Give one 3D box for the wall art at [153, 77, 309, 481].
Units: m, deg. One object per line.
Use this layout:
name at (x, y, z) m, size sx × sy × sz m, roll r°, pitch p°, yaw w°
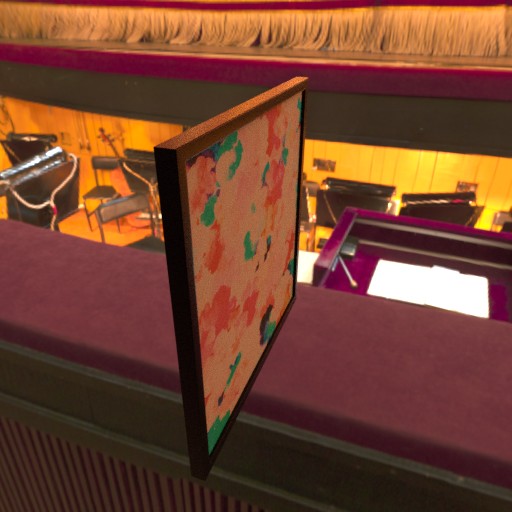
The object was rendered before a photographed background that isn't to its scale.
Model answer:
wall art at (0.000, 0.000, 1.125) m, size 0.036 × 0.755 × 0.756 m, roll 10°, pitch 31°, yaw 17°
